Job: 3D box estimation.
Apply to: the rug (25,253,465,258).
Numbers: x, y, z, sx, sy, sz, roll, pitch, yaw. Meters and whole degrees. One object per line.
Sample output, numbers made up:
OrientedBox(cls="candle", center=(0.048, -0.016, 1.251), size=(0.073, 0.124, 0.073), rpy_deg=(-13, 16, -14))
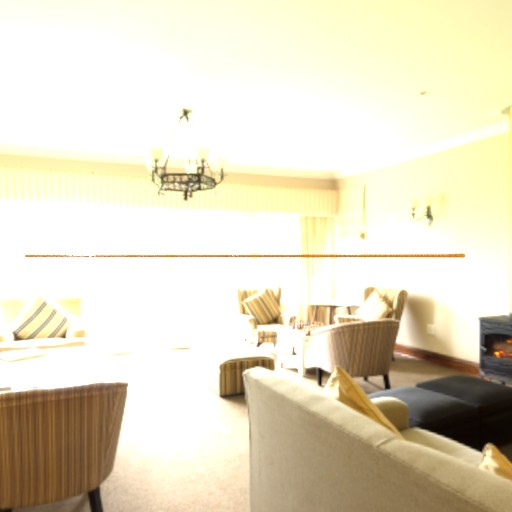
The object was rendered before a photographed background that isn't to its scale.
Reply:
OrientedBox(cls="rug", center=(0.000, 0.000, 2.320), size=(1.840, 0.015, 1.225), rpy_deg=(0, 0, 17))
